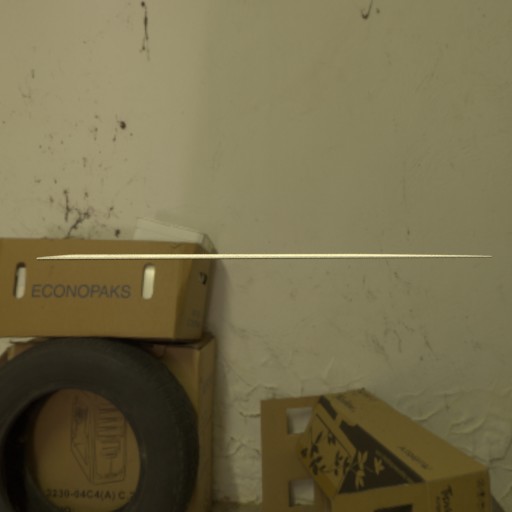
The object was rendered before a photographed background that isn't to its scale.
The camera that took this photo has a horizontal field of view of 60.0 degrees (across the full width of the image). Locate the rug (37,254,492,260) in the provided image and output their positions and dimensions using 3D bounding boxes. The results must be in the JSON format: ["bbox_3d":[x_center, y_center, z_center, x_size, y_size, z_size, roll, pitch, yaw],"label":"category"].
[{"bbox_3d":[0.000,0.000,2.967,2.438,0.012,1.524,0,1,-18],"label":"rug"}]
